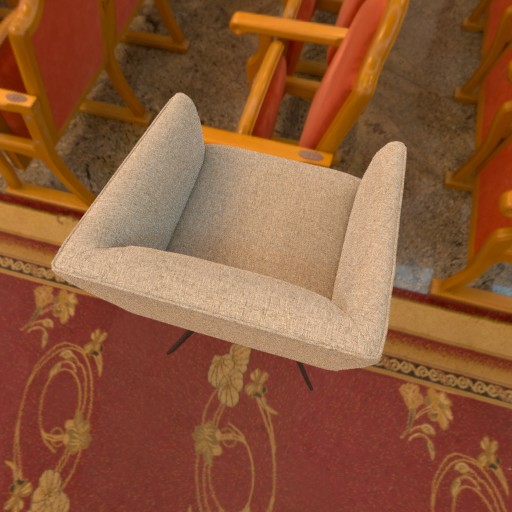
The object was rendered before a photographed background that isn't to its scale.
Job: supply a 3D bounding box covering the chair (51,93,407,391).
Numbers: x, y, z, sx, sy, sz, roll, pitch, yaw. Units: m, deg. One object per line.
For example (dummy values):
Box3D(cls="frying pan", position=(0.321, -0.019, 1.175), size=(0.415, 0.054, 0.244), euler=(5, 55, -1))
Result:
Box3D(cls="chair", position=(0.000, 0.000, 1.232), size=(0.628, 0.760, 0.623), euler=(15, 65, 7))
